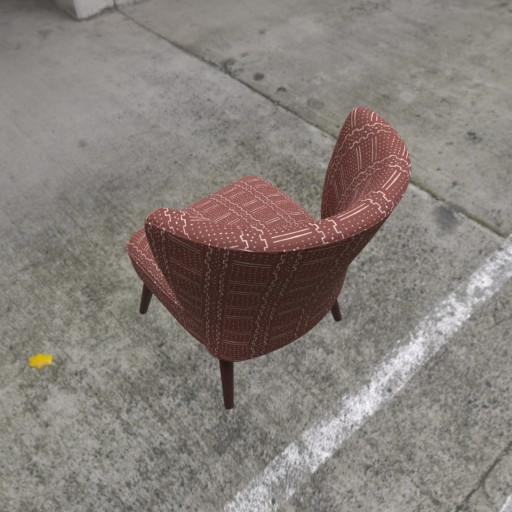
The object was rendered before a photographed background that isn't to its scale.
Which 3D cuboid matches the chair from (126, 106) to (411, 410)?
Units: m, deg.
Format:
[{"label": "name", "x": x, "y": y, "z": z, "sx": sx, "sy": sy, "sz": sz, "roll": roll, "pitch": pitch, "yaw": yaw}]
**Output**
[{"label": "chair", "x": 0.000, "y": 0.000, "z": 1.395, "sx": 0.706, "sy": 0.866, "sz": 0.758, "roll": -32, "pitch": 55, "yaw": -26}]
